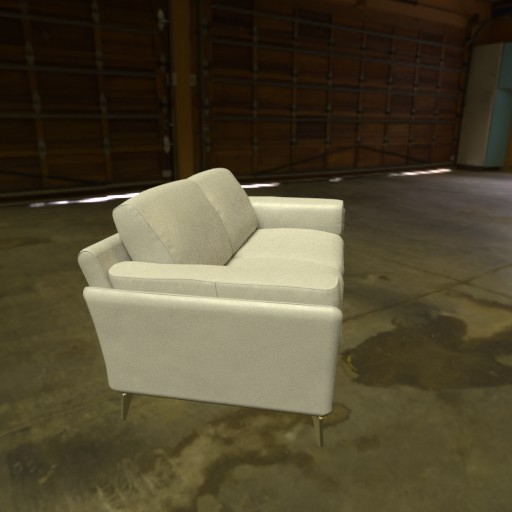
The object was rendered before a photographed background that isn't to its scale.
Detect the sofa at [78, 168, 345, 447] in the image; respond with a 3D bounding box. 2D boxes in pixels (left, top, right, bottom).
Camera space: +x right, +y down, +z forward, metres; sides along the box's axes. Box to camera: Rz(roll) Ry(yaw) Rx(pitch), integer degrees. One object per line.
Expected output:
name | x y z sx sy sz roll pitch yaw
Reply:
sofa | 0.000 0.000 2.658 1.049 0.930 2.101 3 17 11
